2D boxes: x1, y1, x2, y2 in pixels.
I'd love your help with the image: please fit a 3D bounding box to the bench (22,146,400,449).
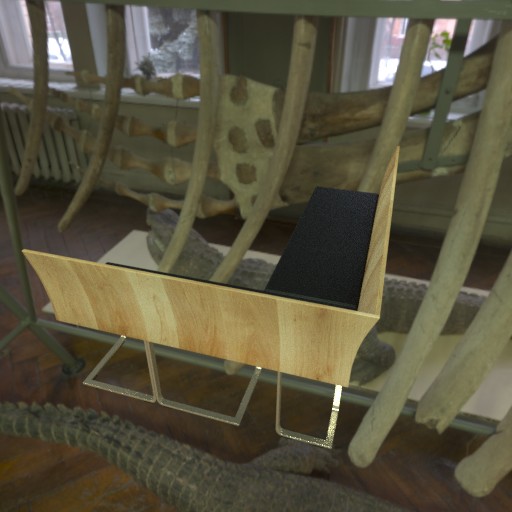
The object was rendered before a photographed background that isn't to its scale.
[{"bbox_3d":[0.000,0.000,2.740,1.495,0.930,1.945,9,33,15],"label":"bench"}]
